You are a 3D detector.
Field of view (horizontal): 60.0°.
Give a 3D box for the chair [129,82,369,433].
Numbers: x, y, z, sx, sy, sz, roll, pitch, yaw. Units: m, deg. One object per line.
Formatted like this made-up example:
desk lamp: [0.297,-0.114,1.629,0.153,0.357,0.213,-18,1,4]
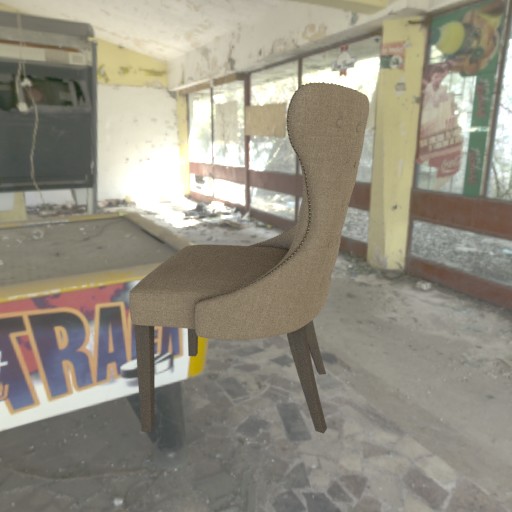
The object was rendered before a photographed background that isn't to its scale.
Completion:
chair: [0.000,0.000,1.398,0.635,0.967,0.628,2,15,8]
